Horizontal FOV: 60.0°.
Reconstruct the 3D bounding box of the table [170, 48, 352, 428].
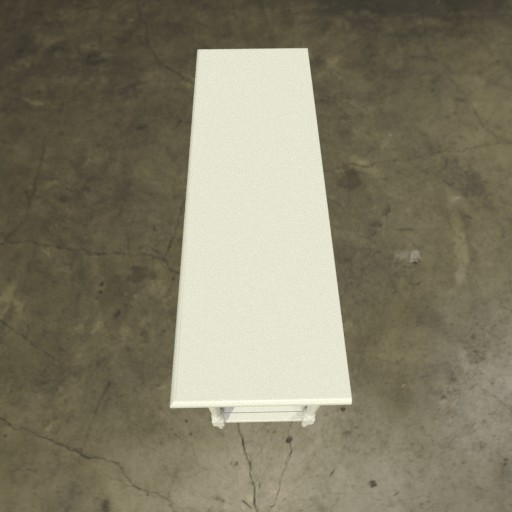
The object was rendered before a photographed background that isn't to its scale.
[{"bbox_3d":[0.000,0.000,1.574,0.384,0.808,1.197,-1,59,-1],"label":"table"}]
